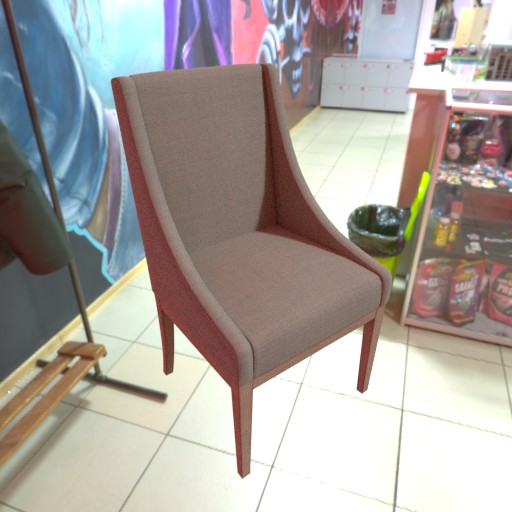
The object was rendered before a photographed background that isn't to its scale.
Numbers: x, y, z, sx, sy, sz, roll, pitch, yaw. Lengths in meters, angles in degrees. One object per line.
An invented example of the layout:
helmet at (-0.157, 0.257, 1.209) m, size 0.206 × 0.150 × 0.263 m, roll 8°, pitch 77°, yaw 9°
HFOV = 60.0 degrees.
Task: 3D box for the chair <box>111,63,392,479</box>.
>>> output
chair at (0.000, 0.000, 1.360) m, size 0.575 × 1.021 × 0.611 m, roll -21°, pitch 36°, yaw -32°
